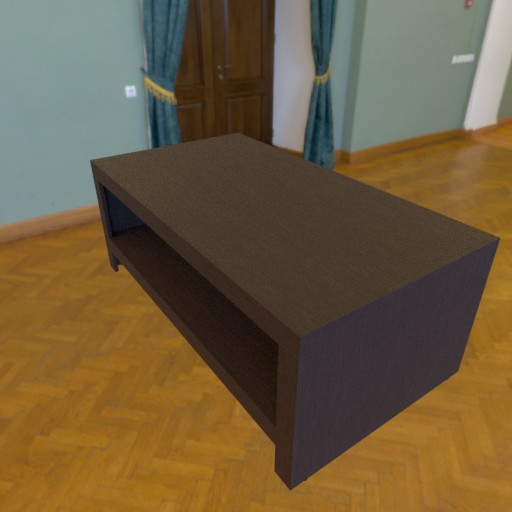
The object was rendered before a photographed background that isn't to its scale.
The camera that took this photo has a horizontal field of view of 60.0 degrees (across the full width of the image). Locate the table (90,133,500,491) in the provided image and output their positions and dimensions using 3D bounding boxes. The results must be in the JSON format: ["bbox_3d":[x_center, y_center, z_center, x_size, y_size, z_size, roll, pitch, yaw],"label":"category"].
[{"bbox_3d":[0.000,0.000,1.362,0.597,0.424,1.099,-20,36,-30],"label":"table"}]
